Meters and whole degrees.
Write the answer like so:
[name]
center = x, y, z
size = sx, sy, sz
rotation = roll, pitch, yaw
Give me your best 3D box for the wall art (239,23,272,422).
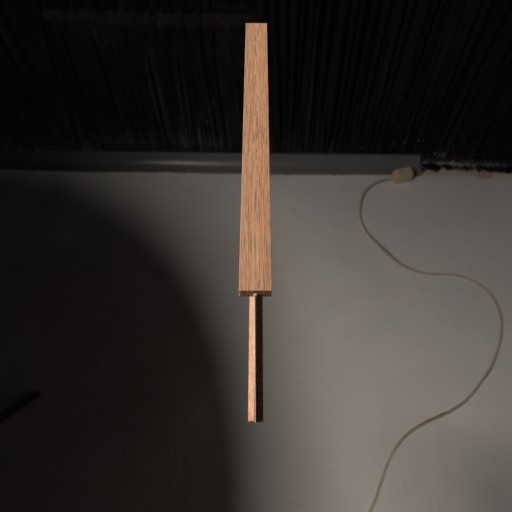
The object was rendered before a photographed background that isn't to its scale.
[wall art]
center = 0.000, 0.000, 0.706
size = 0.028, 0.527, 0.403
rotation = 0, 58, 0
